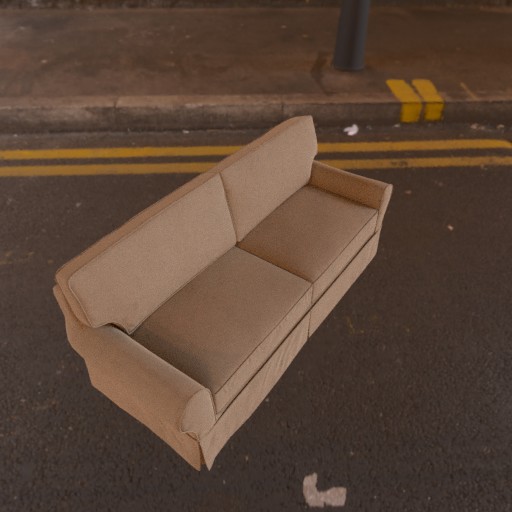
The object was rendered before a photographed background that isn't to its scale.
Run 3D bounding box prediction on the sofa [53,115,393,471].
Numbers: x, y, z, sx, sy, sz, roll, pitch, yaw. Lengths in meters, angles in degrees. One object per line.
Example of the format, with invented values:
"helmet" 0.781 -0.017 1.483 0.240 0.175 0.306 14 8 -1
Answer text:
"sofa" 0.000 0.000 2.757 0.900 1.014 2.246 26 48 26
